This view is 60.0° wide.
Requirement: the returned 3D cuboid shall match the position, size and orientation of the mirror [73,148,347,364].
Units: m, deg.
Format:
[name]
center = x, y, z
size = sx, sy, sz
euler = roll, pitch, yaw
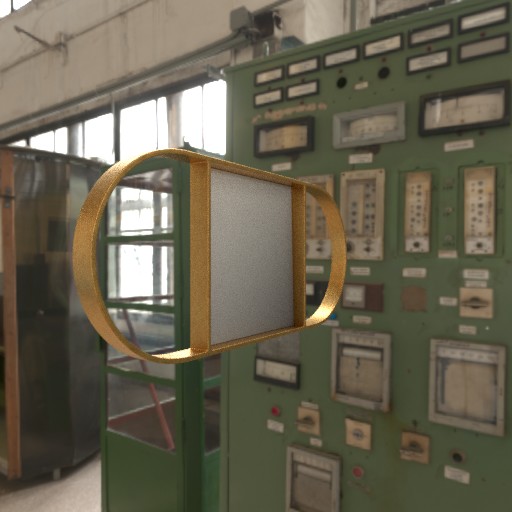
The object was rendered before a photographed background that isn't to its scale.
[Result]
[mirror]
center = 0.000, 0.000, 0.672
size = 0.032, 0.254, 0.584
euler = 0, 0, 36
